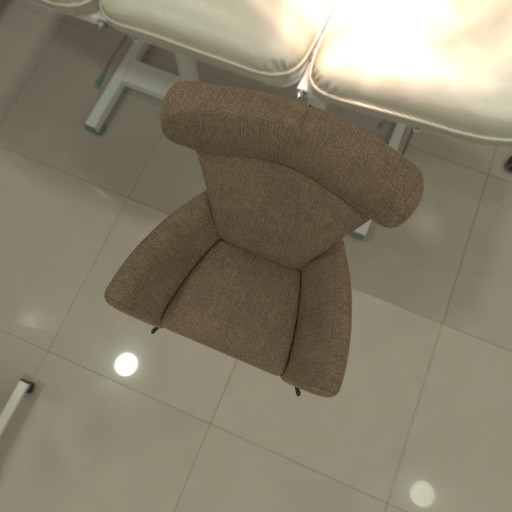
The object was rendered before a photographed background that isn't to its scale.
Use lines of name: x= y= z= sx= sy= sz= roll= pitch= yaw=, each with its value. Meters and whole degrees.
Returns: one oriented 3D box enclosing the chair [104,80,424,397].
chair: x=0.000 y=0.000 z=1.815 sx=0.980 sy=1.040 sz=0.900 roll=22 pitch=76 yaw=6
